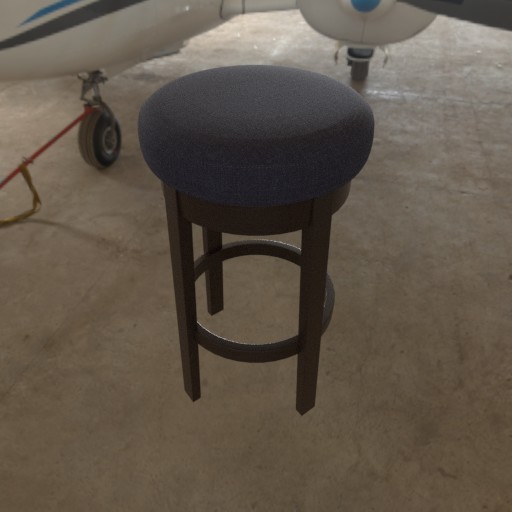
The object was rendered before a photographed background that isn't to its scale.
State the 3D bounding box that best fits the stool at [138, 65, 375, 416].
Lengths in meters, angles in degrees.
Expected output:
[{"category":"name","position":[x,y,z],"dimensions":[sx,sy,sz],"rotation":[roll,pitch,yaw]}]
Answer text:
[{"category":"stool","position":[0.000,0.000,1.030],"dimensions":[0.446,0.758,0.446],"rotation":[0,41,0]}]
